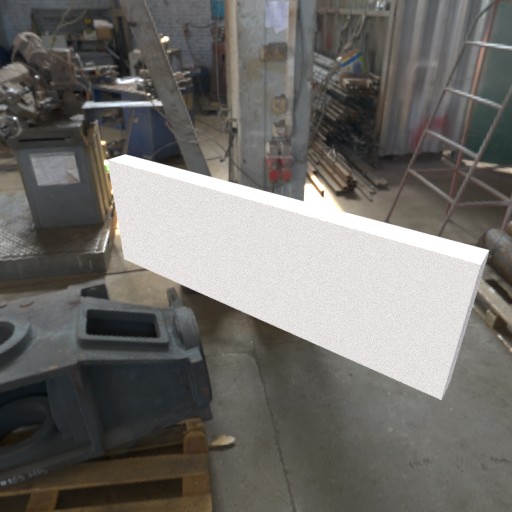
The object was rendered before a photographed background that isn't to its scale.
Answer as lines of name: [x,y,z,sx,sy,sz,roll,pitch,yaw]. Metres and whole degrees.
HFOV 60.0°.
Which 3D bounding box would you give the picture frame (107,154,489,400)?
picture frame: [0.000,0.000,0.849,0.759,0.250,0.050,20,35,30]
